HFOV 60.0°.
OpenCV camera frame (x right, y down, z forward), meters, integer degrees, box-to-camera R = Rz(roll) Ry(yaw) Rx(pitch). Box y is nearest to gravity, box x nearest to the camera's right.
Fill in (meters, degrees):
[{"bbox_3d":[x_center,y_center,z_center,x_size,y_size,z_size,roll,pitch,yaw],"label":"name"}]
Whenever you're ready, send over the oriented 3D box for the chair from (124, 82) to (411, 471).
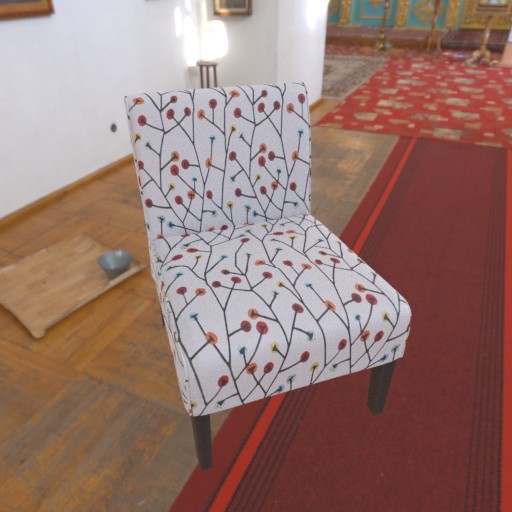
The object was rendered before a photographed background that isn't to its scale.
[{"bbox_3d":[0.000,0.000,1.298,0.597,0.813,0.732,-11,34,-16],"label":"chair"}]
